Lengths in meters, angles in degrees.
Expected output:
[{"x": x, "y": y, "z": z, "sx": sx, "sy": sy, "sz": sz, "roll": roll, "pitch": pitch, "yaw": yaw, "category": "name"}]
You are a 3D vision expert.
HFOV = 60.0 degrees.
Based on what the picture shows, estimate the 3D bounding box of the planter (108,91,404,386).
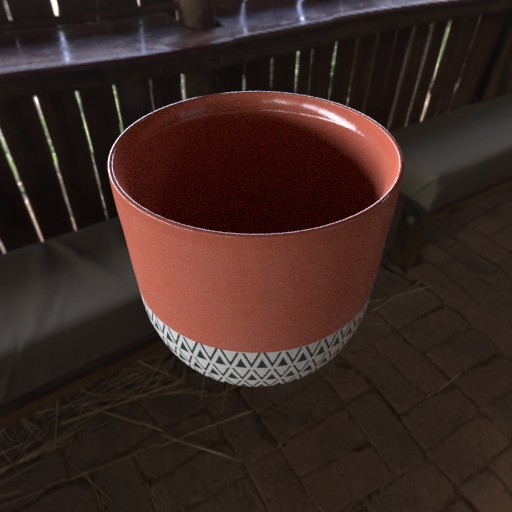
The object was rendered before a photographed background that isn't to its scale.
[{"x": 0.000, "y": 0.000, "z": 0.497, "sx": 0.266, "sy": 0.270, "sz": 0.266, "roll": 0, "pitch": 42, "yaw": 0, "category": "planter"}]
